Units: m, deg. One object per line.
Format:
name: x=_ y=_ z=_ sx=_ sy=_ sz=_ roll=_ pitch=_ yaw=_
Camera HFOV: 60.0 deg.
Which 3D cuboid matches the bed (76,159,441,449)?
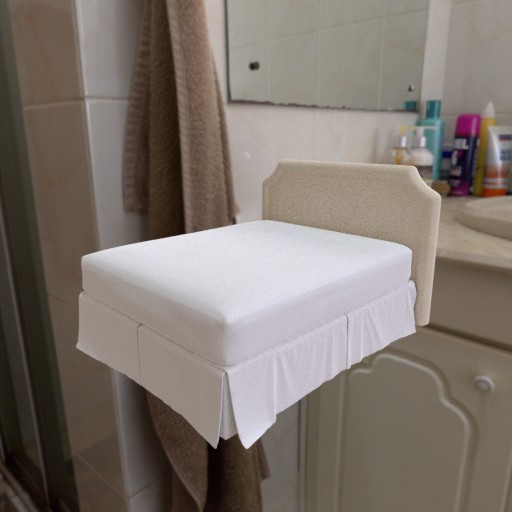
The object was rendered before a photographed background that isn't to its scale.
bed: x=0.000 y=0.000 z=3.335 sx=1.827 sy=1.296 sz=2.209 roll=15 pitch=21 yaw=43
